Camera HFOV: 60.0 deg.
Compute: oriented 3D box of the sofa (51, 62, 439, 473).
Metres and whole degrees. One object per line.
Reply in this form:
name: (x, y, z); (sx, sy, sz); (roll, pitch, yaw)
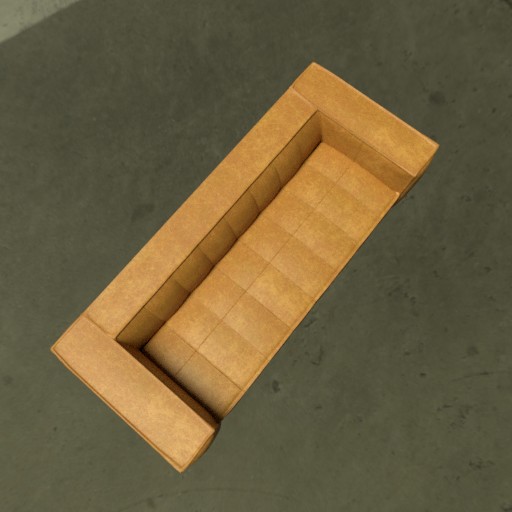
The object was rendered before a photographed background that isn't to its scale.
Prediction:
sofa: (0.000, 0.000, 3.057); (1.102, 0.701, 2.581); (38, 79, 9)
